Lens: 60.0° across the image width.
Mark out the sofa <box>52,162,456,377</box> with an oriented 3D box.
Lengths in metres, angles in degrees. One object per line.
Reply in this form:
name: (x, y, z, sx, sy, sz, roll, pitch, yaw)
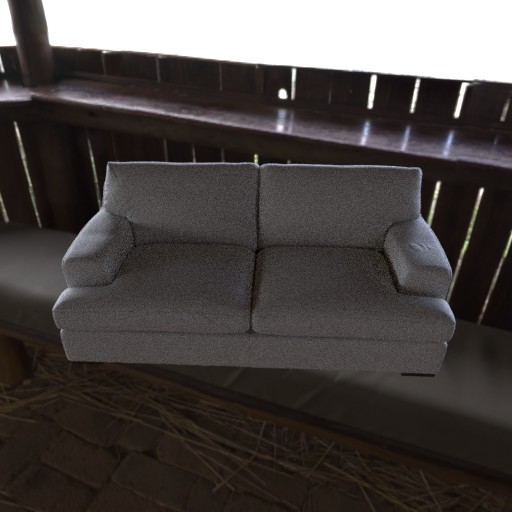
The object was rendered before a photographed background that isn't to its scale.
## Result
sofa: (0.000, 0.000, 2.797, 2.261, 0.940, 1.143, 1, 31, 2)
